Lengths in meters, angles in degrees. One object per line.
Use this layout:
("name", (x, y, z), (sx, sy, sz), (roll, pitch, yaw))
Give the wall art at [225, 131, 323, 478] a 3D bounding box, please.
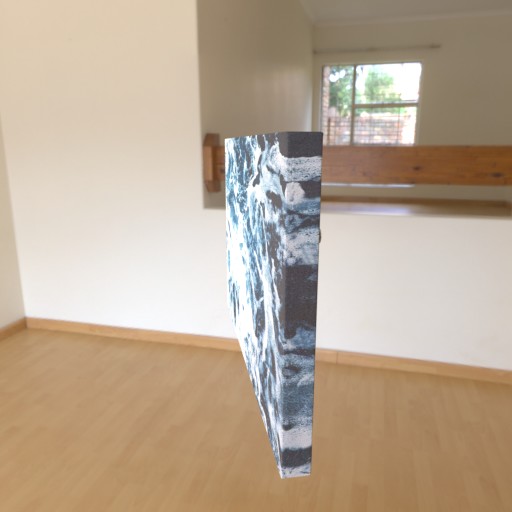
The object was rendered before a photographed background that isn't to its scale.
("wall art", (0.000, 0.000, 0.782), (0.043, 0.407, 0.609), (-2, 14, -9))
